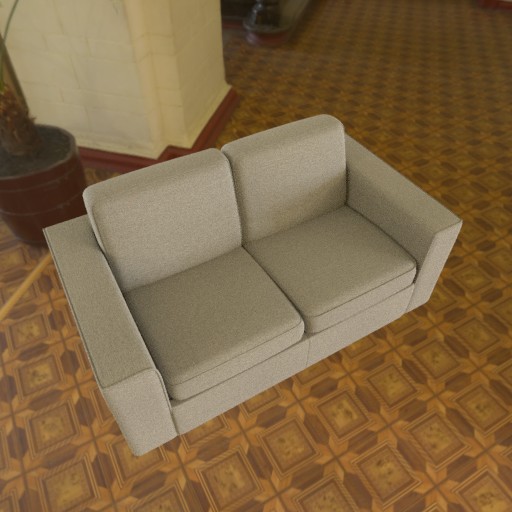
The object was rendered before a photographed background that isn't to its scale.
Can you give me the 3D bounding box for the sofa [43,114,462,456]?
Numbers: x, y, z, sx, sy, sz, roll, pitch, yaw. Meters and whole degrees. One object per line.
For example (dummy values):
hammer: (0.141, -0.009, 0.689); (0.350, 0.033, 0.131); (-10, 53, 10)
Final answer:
sofa: (0.000, 0.000, 2.303); (1.812, 0.924, 1.007); (-23, 50, -20)
